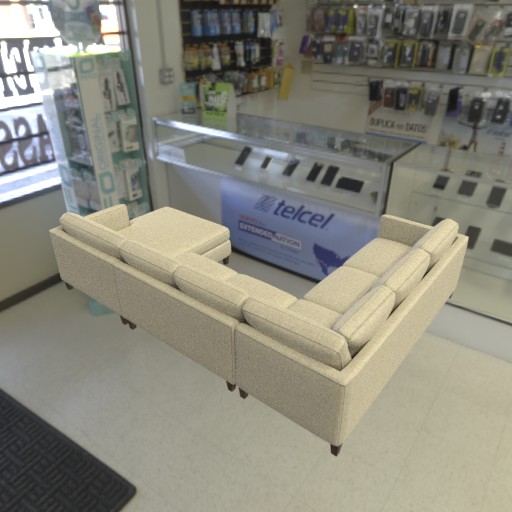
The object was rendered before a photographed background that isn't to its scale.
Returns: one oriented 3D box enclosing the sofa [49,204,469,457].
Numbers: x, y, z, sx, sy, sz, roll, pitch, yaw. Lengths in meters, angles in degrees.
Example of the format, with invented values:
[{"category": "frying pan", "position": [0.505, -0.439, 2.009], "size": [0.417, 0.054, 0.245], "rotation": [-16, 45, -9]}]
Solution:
[{"category": "sofa", "position": [0.000, 0.000, 4.528], "size": [3.403, 0.889, 2.551], "rotation": [21, 36, 33]}]
